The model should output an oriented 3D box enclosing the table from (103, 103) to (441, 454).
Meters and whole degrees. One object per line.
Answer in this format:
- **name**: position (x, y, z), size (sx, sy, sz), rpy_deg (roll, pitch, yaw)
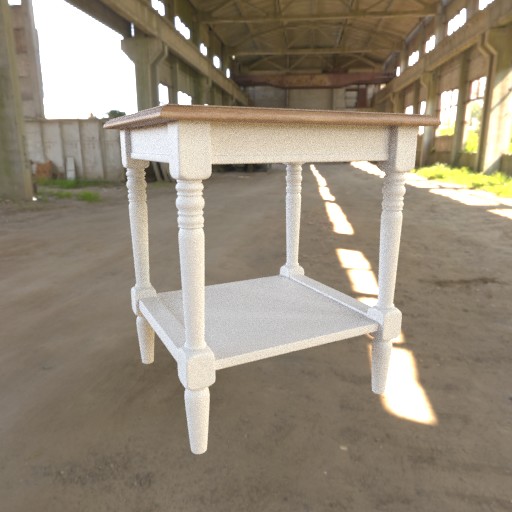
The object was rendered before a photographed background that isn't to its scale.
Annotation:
- **table**: position (0.000, 0.000, 0.939), size (0.508, 0.561, 0.457), rpy_deg (-7, 16, -26)
